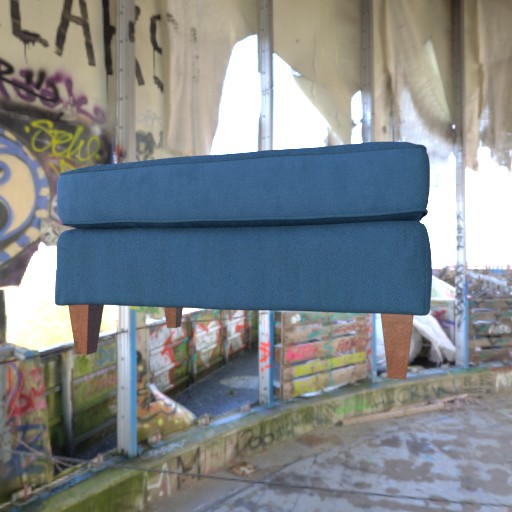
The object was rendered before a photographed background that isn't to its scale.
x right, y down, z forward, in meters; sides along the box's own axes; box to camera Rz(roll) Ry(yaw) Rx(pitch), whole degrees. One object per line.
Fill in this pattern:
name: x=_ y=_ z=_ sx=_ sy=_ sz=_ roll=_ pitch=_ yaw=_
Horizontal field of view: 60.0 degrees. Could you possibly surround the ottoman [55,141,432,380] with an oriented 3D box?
ottoman: x=0.000 y=0.000 z=1.203 sx=0.862 sy=0.484 sz=0.583 roll=0 pitch=0 yaw=18
